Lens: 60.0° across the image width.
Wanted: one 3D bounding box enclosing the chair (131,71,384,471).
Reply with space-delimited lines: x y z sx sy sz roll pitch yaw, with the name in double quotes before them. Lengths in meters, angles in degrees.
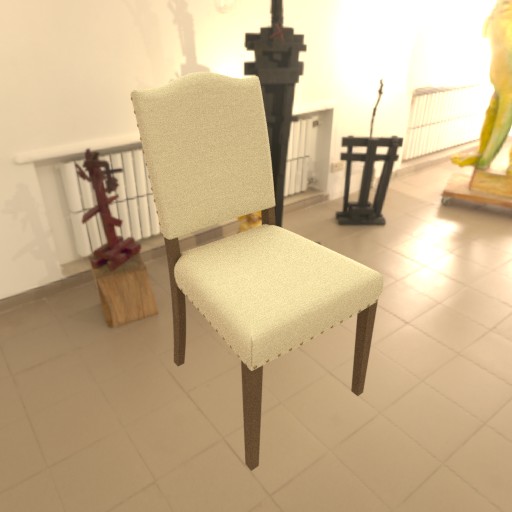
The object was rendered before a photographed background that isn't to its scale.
"chair" 0.000 0.000 1.385 0.508 1.015 0.619 -21 36 -32
